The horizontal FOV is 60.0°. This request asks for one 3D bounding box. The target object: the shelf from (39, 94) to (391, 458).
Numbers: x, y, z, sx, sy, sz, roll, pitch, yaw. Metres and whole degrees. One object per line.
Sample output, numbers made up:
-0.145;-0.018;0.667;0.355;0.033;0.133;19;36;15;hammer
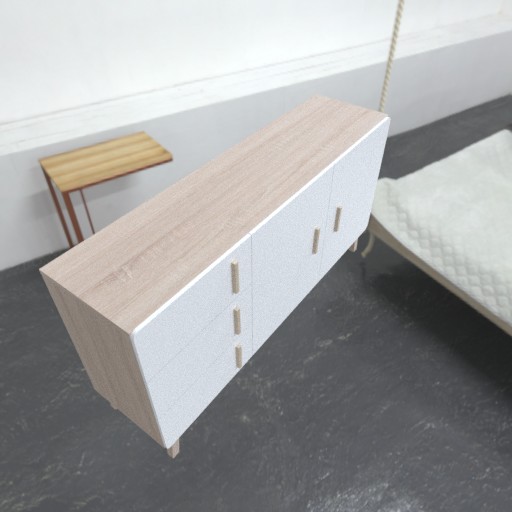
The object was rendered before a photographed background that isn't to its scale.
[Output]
0.000;0.000;1.851;0.400;0.780;1.490;27;49;26;shelf
